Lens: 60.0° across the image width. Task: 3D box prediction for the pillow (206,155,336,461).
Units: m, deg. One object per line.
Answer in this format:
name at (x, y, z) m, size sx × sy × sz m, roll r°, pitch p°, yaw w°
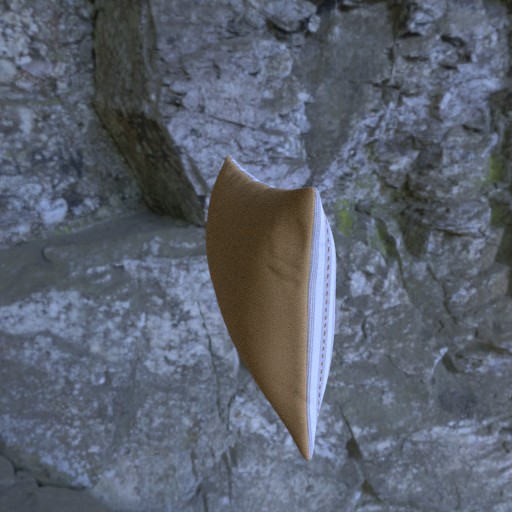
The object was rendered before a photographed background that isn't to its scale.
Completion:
pillow at (0.000, 0.000, 0.719) m, size 0.151 × 0.291 × 0.608 m, roll -3°, pitch 16°, yaw -10°
